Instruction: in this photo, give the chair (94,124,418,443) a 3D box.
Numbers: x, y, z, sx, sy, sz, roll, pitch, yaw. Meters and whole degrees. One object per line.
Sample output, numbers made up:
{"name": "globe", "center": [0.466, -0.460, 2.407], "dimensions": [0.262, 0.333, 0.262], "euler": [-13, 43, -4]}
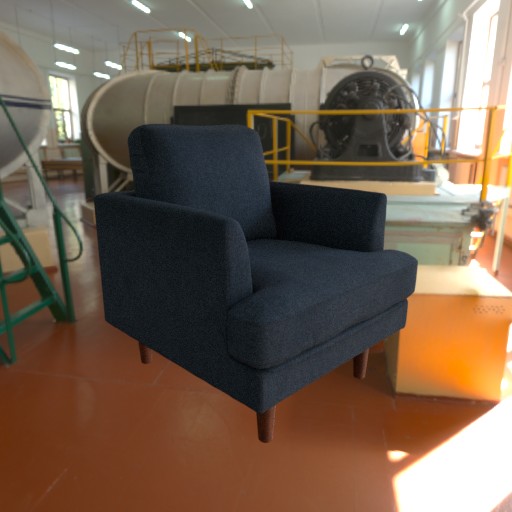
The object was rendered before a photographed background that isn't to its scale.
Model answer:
{"name": "chair", "center": [0.000, 0.000, 1.655], "dimensions": [0.858, 0.957, 0.899], "euler": [-14, 21, -43]}
